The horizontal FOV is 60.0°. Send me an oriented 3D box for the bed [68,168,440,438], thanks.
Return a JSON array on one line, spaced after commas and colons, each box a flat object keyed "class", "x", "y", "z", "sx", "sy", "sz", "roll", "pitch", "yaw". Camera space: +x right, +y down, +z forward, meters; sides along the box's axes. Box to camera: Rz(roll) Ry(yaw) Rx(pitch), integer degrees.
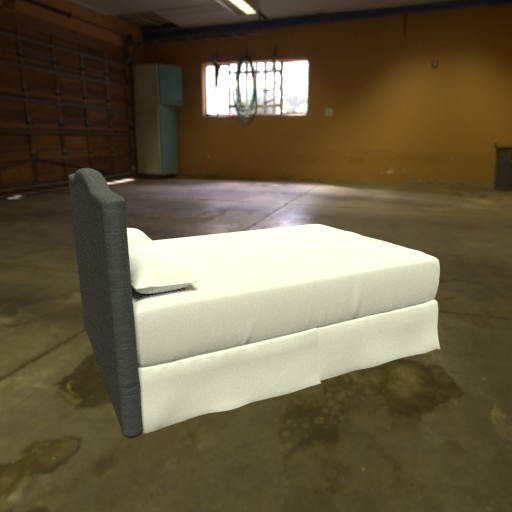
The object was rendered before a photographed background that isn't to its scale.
[{"class": "bed", "x": 0.000, "y": 0.000, "z": 3.524, "sx": 2.507, "sy": 1.441, "sz": 1.747, "roll": -8, "pitch": 17, "yaw": -26}]
